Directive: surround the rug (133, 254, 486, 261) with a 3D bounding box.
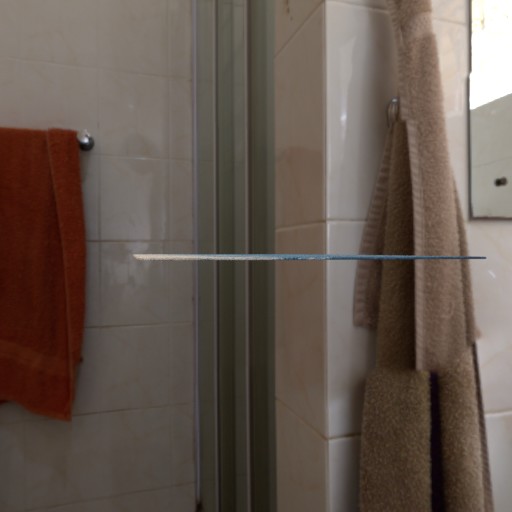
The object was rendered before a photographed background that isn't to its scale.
[{"bbox_3d":[0.000,0.000,2.307,1.232,0.009,1.836,0,1,-16],"label":"rug"}]
